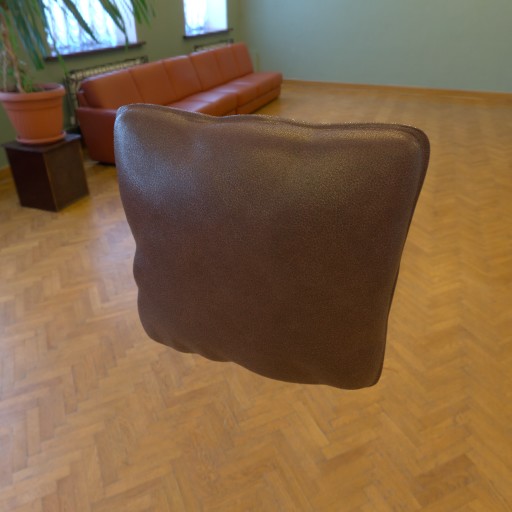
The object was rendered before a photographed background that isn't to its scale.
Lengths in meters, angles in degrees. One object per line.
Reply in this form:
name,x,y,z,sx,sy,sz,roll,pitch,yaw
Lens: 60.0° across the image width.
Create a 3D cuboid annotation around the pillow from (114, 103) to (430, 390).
pillow,0.000,0.000,0.825,0.532,0.523,0.236,10,32,16
